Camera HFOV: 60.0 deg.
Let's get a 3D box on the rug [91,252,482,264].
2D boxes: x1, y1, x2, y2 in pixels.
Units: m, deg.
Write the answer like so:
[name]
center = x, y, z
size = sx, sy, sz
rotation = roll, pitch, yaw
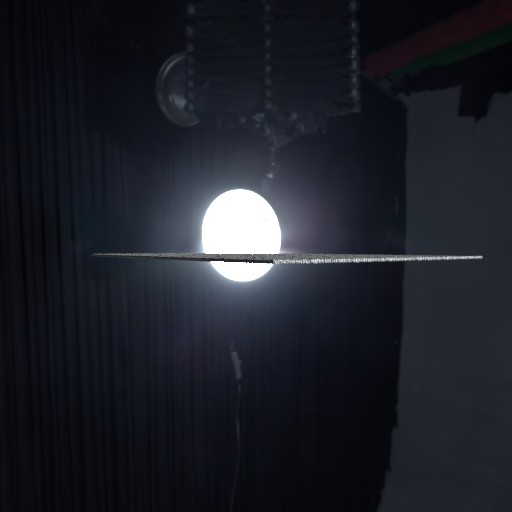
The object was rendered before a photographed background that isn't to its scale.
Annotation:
[rug]
center = 0.000, 0.000, 2.385
size = 1.224, 0.016, 1.832
rotation = -1, 1, -36
